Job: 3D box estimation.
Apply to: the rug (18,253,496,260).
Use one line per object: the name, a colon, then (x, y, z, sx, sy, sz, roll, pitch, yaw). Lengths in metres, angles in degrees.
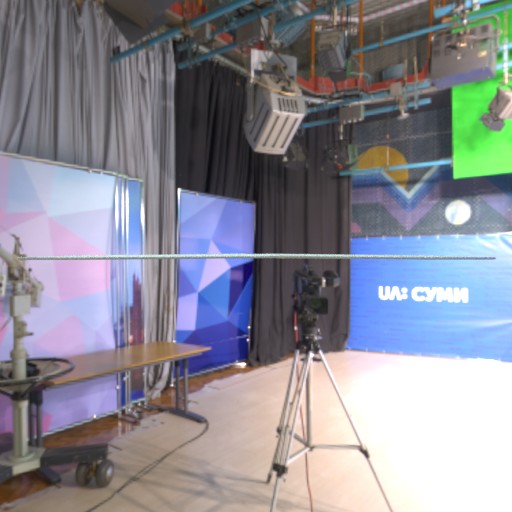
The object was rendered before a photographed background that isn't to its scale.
rug: (0.000, 0.000, 2.295, 1.853, 0.022, 1.174, 0, 1, -1)
